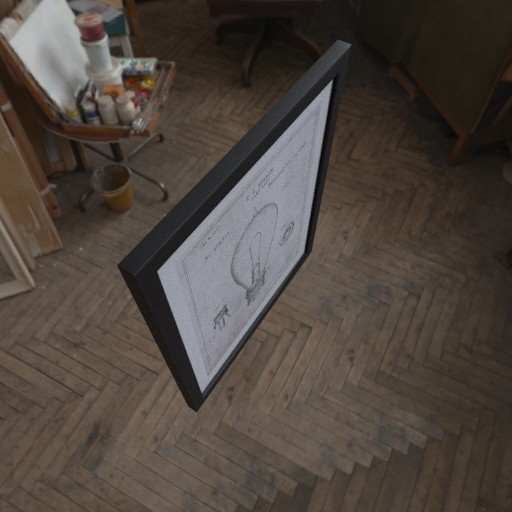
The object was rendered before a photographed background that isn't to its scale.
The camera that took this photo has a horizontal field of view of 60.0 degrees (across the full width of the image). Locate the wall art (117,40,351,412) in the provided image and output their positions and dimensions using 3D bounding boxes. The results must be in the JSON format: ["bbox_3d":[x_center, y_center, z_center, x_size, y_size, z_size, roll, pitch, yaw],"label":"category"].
[{"bbox_3d":[0.000,0.000,0.714,0.021,0.509,0.430,29,62,17],"label":"wall art"}]
